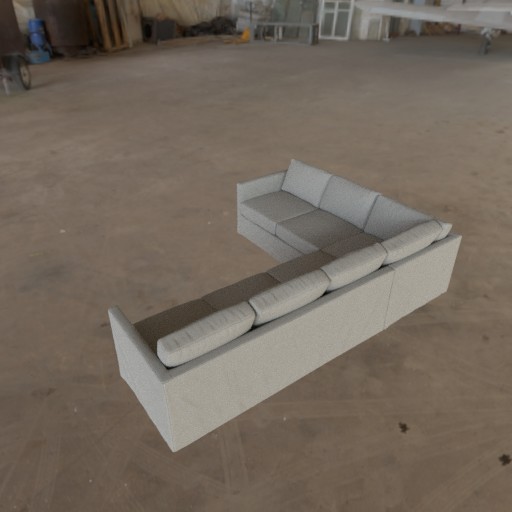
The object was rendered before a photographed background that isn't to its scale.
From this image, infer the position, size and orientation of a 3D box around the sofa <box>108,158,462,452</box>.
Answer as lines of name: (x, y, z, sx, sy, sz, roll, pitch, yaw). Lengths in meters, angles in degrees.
sofa: (0.000, 0.000, 4.415, 3.182, 0.871, 2.432, -21, 37, -30)
